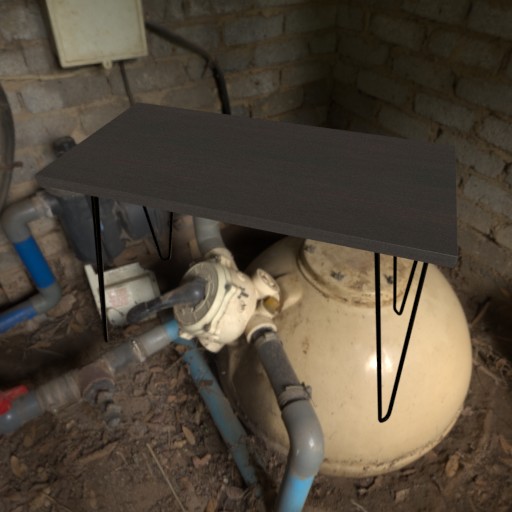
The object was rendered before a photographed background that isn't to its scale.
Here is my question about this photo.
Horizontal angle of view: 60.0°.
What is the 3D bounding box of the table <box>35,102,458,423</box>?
[{"bbox_3d":[0.000,0.000,1.372,0.991,0.660,0.499,12,42,14],"label":"table"}]
